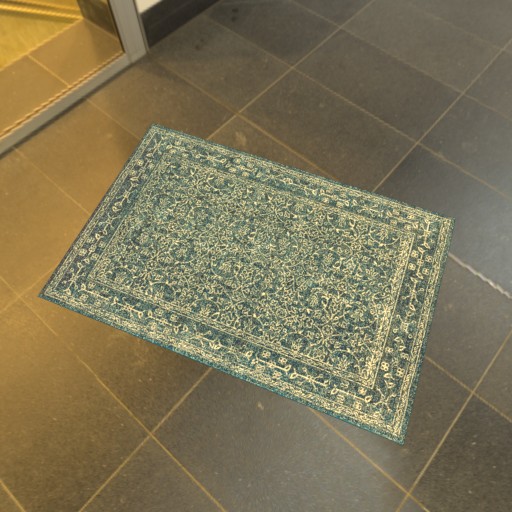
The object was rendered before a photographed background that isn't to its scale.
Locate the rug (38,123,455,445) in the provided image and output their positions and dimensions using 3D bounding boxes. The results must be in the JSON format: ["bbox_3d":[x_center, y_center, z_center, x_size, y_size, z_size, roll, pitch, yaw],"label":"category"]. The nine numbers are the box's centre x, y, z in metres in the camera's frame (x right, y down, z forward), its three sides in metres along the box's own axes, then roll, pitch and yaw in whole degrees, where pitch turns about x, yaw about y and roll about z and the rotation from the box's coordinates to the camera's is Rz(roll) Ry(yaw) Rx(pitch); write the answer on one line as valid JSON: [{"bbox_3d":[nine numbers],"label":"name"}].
[{"bbox_3d":[0.000,0.000,2.264,1.819,0.005,1.200,20,65,10],"label":"rug"}]
